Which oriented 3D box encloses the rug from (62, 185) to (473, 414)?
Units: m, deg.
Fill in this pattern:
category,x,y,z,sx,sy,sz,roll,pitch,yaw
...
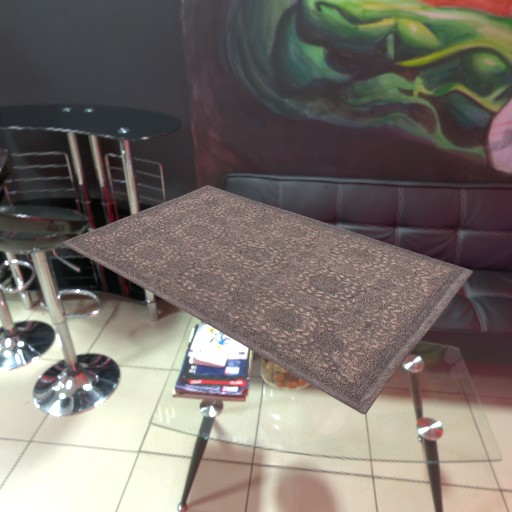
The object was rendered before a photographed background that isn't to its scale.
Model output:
category,x,y,z,sx,sy,sz,roll,pitch,yaw
rug,0.000,0.000,3.130,2.498,0.022,1.535,22,37,33
